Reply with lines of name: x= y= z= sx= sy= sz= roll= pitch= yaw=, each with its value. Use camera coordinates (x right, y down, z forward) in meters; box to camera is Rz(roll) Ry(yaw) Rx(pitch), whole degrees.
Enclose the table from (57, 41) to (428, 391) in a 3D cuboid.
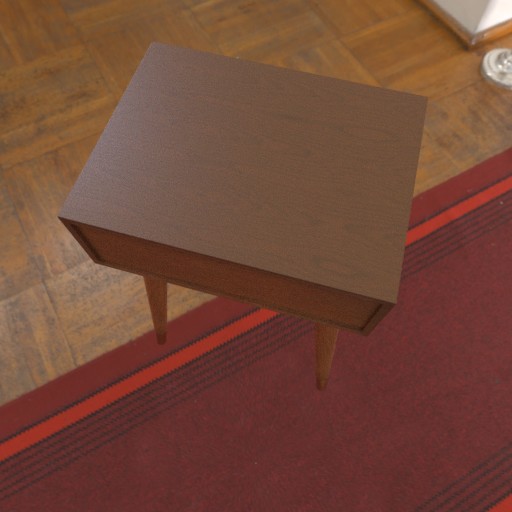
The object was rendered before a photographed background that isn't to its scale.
table: x=0.000 y=0.000 z=0.810 sx=0.406 sy=0.599 sz=0.300 roll=14 pitch=66 yaw=7
